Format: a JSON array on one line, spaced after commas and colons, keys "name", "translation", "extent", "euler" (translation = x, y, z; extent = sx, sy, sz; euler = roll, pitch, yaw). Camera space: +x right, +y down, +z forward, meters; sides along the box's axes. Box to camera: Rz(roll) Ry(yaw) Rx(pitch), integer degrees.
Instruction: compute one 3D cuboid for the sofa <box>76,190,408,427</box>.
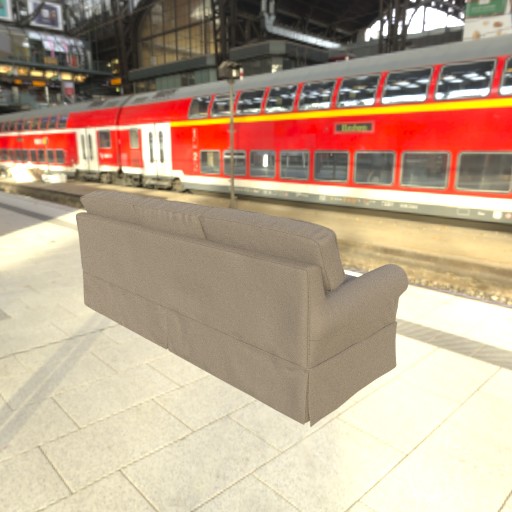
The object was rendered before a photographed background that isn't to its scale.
[{"name": "sofa", "translation": [0.000, 0.000, 3.407], "extent": [2.475, 0.978, 1.733], "euler": [13, 19, 43]}]
